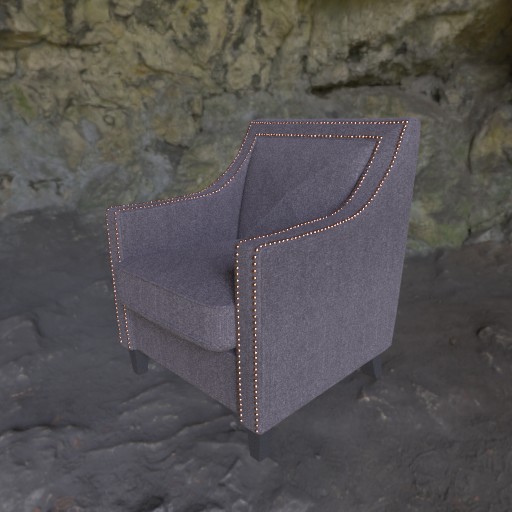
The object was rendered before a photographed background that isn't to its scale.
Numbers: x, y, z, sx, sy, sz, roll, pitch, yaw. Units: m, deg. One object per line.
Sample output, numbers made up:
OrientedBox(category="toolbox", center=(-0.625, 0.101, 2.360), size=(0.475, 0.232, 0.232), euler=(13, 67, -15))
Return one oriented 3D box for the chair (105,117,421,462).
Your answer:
OrientedBox(category="chair", center=(0.000, 0.000, 1.617), size=(0.776, 0.967, 0.884), euler=(16, 23, 42))
